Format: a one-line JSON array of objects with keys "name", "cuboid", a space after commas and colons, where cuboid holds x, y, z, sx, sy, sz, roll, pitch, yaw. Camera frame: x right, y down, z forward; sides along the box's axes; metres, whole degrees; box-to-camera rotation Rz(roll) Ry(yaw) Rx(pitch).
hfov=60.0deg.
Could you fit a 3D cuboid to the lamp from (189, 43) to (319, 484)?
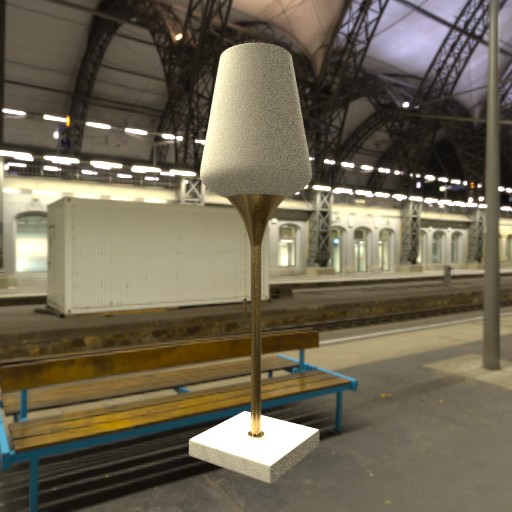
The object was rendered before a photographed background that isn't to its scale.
[{"name": "lamp", "cuboid": [0.000, 0.000, 0.723, 0.181, 0.639, 0.181, 0, 1, 34]}]
